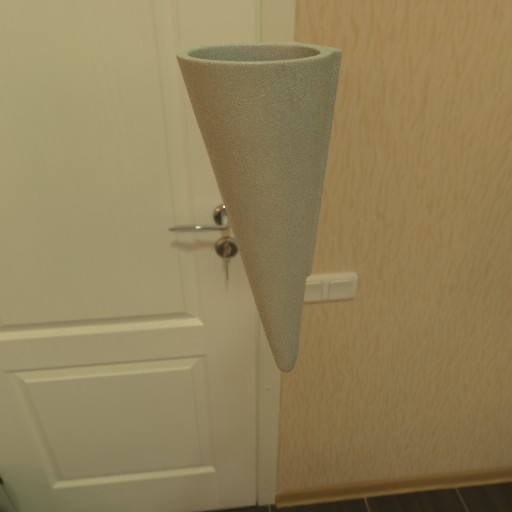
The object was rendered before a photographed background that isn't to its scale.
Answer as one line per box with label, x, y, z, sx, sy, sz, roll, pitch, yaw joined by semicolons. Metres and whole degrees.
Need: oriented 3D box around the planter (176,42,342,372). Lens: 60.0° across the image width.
planter;0.000;0.000;0.226;0.064;0.191;0.057;-21;37;-30
